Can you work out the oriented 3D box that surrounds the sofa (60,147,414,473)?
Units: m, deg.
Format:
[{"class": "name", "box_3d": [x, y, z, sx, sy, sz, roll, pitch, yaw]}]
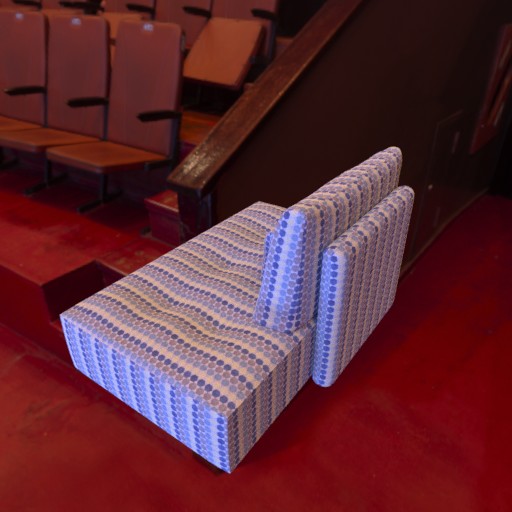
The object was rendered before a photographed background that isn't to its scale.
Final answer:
[{"class": "sofa", "box_3d": [0.000, 0.000, 2.017, 1.000, 0.820, 1.450, 20, 36, 30]}]
